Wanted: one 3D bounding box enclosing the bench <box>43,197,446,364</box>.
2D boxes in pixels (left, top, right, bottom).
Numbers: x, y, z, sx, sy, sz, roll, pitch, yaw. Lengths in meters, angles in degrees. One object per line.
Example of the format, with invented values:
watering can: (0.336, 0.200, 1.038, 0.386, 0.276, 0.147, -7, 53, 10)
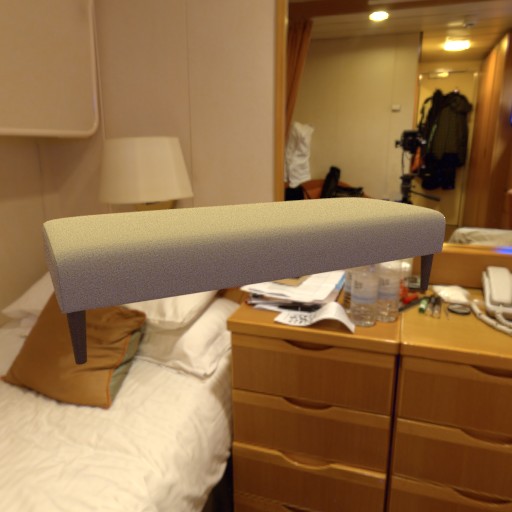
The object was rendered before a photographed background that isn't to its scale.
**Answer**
bench: (0.000, 0.000, 1.902, 1.609, 0.393, 0.646, -7, 16, -27)
